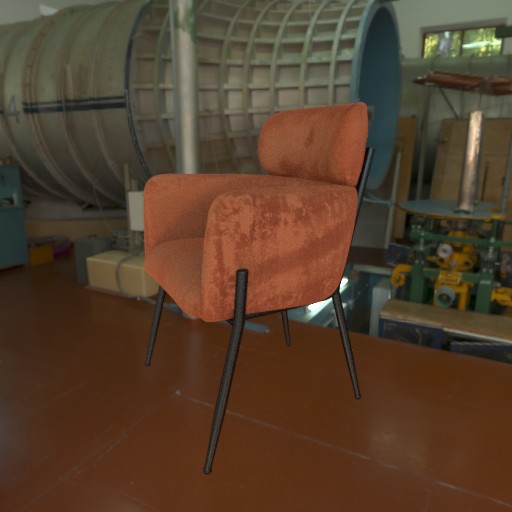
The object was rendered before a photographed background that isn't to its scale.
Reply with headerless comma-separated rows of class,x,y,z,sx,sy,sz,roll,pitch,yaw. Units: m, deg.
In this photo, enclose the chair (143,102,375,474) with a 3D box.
chair,0.000,0.000,1.176,0.523,0.772,0.561,-7,16,-26
